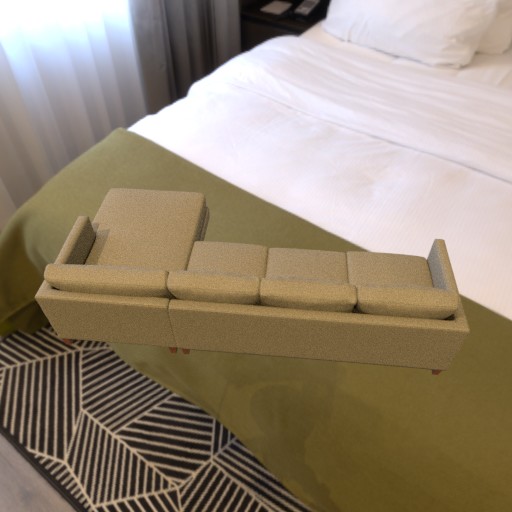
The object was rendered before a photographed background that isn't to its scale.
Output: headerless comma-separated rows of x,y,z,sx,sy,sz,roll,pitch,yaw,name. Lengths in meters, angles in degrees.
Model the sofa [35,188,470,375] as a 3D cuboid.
0.000,0.000,3.920,3.186,0.861,1.625,4,47,4,sofa
